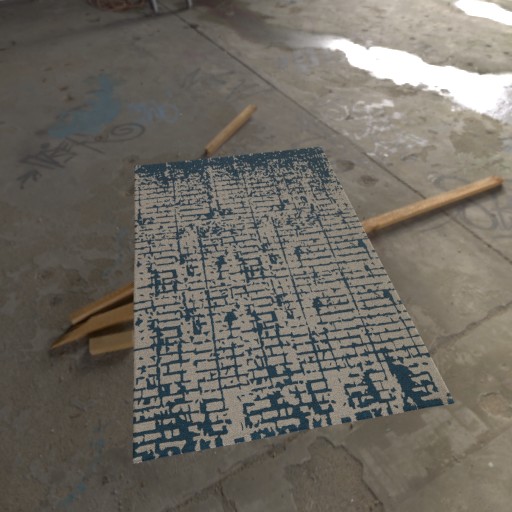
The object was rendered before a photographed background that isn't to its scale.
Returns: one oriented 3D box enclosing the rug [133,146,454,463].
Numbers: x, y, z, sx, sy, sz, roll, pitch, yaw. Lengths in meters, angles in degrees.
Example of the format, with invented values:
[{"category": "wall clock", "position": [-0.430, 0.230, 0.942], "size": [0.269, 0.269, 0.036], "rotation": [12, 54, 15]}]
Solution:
[{"category": "rug", "position": [0.000, 0.000, 2.254], "size": [1.220, 0.007, 1.828], "rotation": [-8, 47, -7]}]
